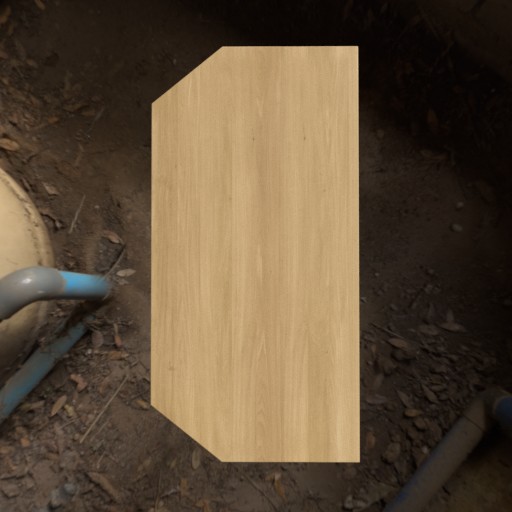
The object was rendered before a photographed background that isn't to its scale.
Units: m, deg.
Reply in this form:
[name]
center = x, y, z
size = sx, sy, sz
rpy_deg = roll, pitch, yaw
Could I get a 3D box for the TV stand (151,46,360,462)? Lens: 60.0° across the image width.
[TV stand]
center = 0.000, 0.000, 1.297
size = 0.425, 0.781, 0.851
rpy_deg = 0, 89, 0
